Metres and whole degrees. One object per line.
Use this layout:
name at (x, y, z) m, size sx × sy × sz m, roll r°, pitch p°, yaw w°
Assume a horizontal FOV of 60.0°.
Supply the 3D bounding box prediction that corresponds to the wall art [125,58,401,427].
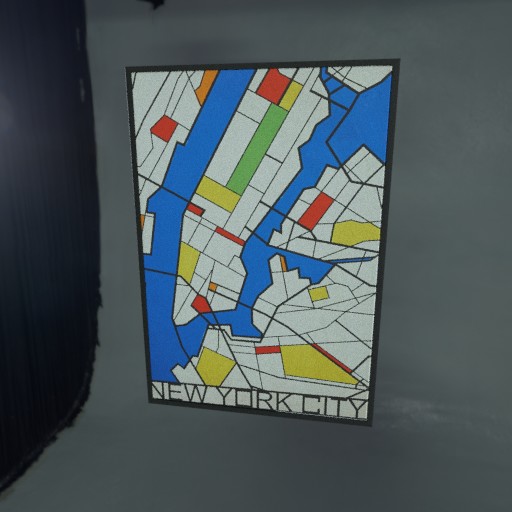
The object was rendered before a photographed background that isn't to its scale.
wall art at (0.000, 0.000, 0.814) m, size 0.457 × 0.657 × 0.013 m, roll 3°, pitch 15°, yaw 10°
